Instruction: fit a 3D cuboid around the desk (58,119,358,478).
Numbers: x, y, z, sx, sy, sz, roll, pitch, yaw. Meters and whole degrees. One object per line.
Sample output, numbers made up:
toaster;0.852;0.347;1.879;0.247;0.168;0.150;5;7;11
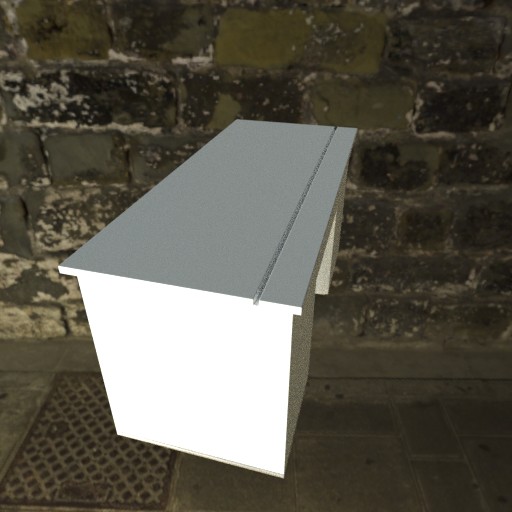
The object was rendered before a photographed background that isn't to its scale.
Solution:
desk;0.000;0.000;1.970;0.670;0.760;1.580;8;33;13
